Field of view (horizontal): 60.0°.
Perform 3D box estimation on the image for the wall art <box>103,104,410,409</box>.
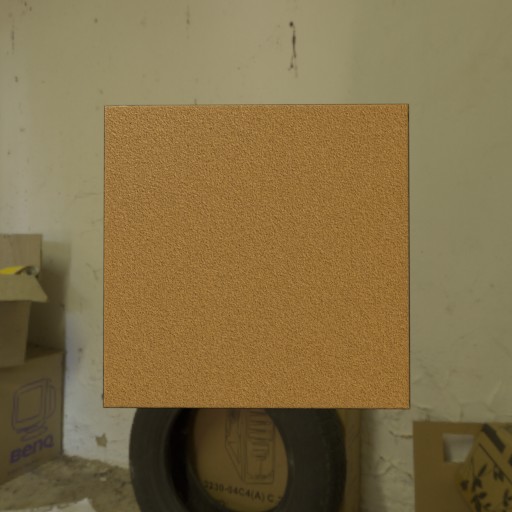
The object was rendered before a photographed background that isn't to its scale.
[{"bbox_3d":[0.000,0.000,0.668,0.456,0.453,0.022,0,-1,1],"label":"wall art"}]
